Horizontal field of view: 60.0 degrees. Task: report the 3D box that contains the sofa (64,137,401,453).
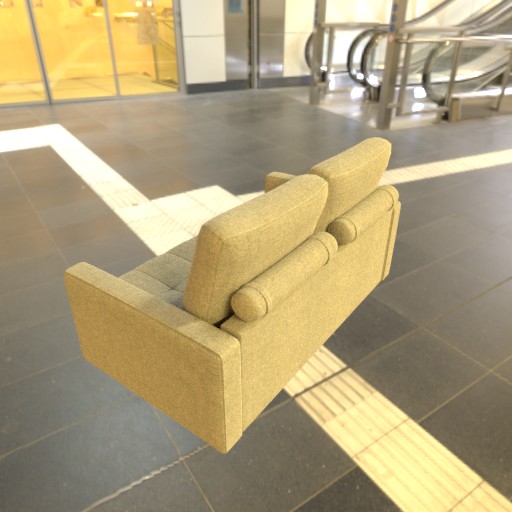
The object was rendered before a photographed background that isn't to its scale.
[{"bbox_3d":[0.000,0.000,1.989,0.842,0.907,1.407,20,35,31],"label":"sofa"}]
